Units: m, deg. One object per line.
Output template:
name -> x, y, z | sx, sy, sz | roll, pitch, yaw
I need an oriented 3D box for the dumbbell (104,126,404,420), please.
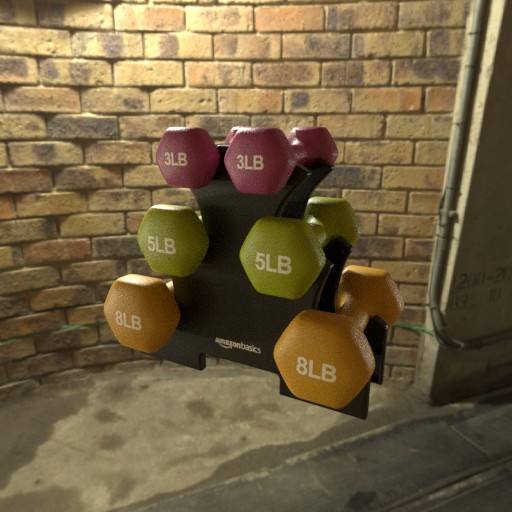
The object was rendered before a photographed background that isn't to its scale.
dumbbell -> 0.000, 0.000, 0.484 | 0.300, 0.271, 0.190 | 9, 19, 27
